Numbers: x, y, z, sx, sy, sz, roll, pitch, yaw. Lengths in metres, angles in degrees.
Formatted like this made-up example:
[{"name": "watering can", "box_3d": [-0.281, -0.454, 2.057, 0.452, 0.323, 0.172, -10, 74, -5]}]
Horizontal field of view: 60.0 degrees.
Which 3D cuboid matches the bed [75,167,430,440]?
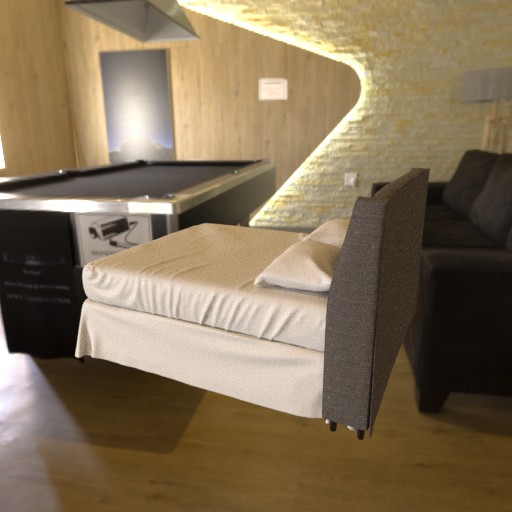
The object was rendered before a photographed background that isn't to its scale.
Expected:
[{"name": "bed", "box_3d": [0.000, 0.000, 3.467, 2.276, 1.332, 1.925, 8, 18, 25]}]
